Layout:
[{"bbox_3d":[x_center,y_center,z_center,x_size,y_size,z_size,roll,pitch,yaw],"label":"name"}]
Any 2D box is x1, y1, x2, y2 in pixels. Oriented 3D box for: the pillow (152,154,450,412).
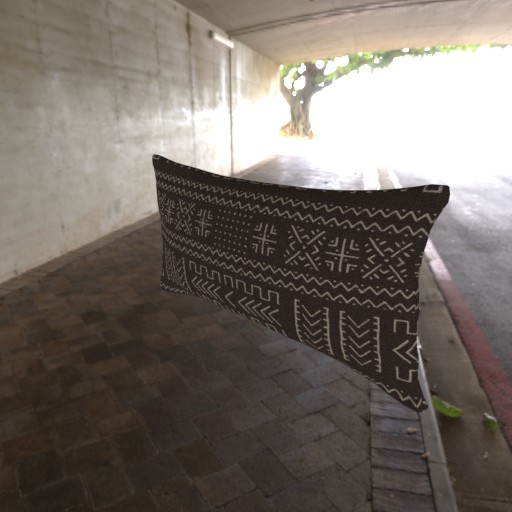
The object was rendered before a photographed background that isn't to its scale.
[{"bbox_3d":[0.000,0.000,0.797,0.135,0.322,0.667,-17,24,-42],"label":"pillow"}]
